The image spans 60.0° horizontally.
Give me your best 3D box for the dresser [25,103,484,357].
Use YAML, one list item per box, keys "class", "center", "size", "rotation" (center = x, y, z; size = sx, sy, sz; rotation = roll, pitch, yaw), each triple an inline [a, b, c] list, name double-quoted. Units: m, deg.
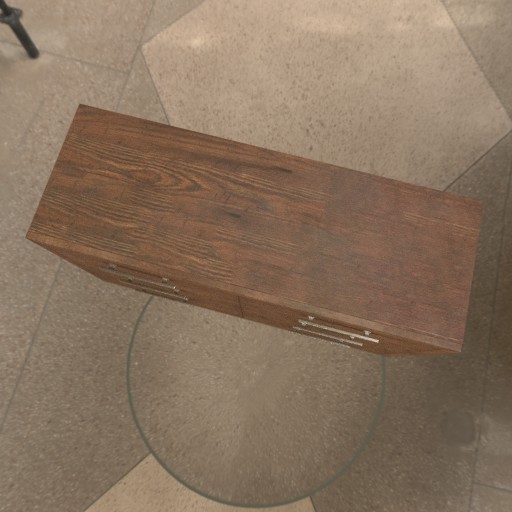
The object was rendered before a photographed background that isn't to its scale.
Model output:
- class: "dresser"
  center: [0.000, 0.000, 2.193]
  size: [1.646, 1.061, 0.623]
  rotation: [14, 77, 4]
